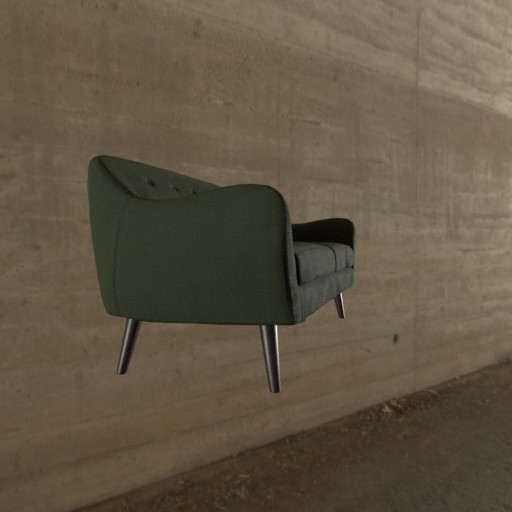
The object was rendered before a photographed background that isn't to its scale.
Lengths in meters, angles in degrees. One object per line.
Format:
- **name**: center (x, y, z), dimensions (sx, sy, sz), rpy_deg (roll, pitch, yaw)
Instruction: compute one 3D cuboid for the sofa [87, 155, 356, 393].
- **sofa**: center (0.000, 0.000, 2.253), dimensions (0.820, 0.836, 1.840), rpy_deg (1, 2, 19)
